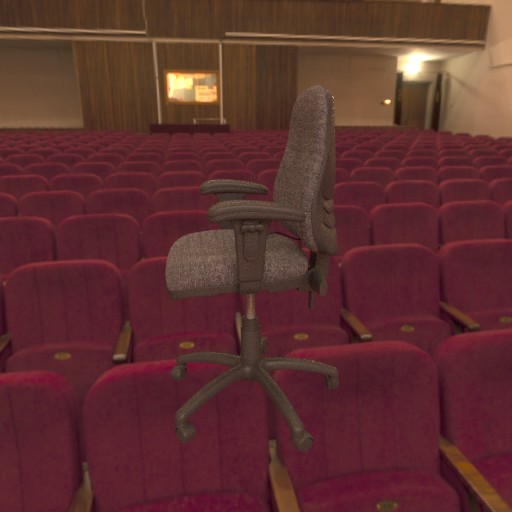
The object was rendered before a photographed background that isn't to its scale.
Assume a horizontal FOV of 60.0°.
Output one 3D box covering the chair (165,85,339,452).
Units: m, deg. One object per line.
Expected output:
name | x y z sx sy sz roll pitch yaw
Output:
chair | 0.000 0.000 1.260 0.530 0.910 0.550 -2 16 -9
